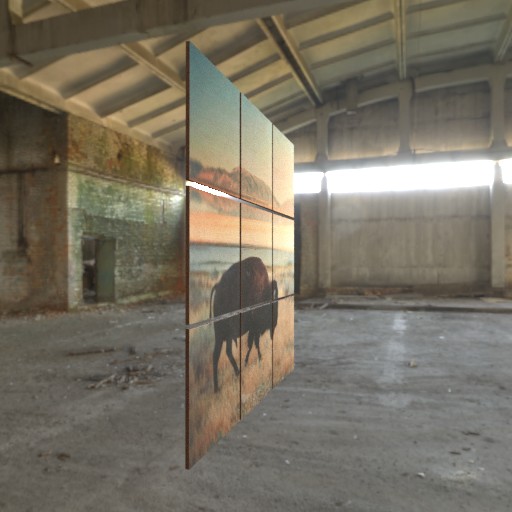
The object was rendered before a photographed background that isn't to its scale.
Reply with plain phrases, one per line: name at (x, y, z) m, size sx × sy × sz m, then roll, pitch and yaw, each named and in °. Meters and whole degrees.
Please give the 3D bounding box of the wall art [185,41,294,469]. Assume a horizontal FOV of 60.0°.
wall art at (0.000, 0.000, 1.837) m, size 0.019 × 1.218 × 1.221 m, roll 0°, pitch 0°, yaw 19°
